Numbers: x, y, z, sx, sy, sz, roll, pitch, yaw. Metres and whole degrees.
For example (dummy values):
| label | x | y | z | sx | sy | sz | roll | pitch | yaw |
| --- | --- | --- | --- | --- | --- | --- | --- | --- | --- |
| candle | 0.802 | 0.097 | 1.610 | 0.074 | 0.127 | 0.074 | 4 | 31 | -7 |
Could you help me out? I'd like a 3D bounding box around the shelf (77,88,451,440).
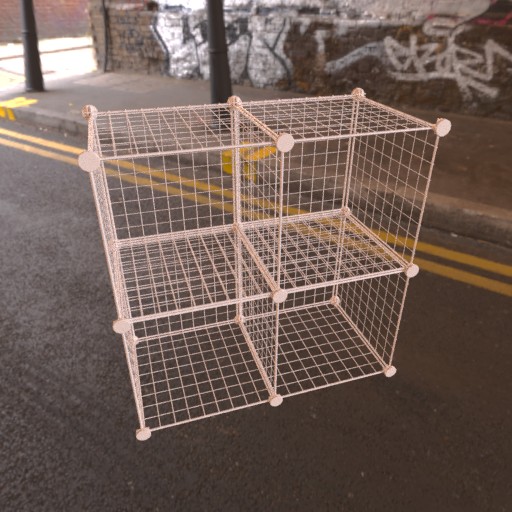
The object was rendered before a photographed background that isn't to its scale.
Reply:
| label | x | y | z | sx | sy | sz | roll | pitch | yaw |
| --- | --- | --- | --- | --- | --- | --- | --- | --- | --- |
| shelf | 0.000 | 0.000 | 1.121 | 0.711 | 0.711 | 0.356 | -9 | 32 | -15 |
